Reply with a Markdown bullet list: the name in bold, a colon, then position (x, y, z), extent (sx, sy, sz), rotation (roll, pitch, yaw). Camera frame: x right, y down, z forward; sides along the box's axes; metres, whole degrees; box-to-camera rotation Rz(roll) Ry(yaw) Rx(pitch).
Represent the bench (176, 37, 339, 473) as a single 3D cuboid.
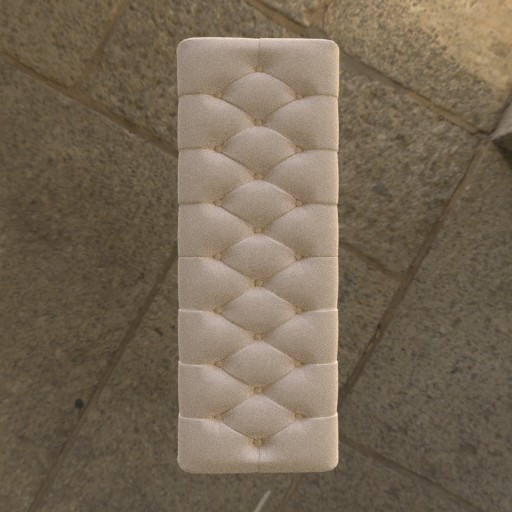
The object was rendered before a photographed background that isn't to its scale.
- **bench**: position (0.000, 0.000, 1.280), extent (0.400, 0.470, 1.054), rotation (0, 91, -2)
